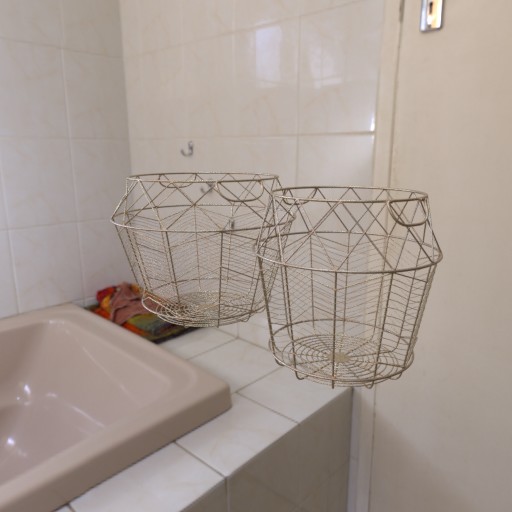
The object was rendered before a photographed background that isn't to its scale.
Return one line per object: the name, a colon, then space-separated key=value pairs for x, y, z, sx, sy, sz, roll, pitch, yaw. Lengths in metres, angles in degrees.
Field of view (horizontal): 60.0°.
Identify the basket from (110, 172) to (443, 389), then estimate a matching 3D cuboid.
basket: x=0.000 y=0.000 z=0.998 sx=0.805 sy=0.343 sz=0.451 roll=13 pitch=19 yaw=43
